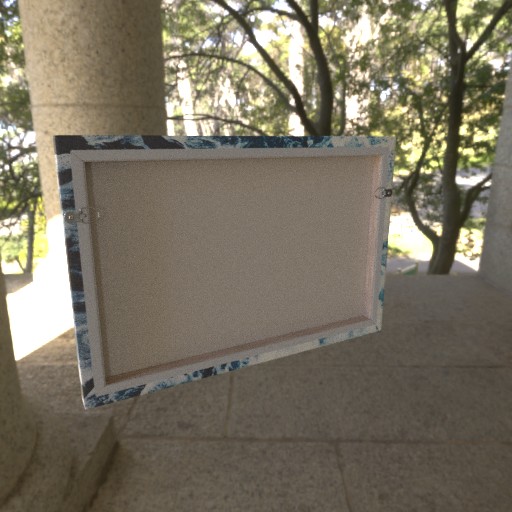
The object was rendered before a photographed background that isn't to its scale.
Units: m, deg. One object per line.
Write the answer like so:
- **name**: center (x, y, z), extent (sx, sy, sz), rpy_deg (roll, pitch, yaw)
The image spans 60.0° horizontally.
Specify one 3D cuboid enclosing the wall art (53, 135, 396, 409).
- **wall art**: center (0.000, 0.000, 1.167), extent (0.915, 0.610, 0.042), rpy_deg (-8, 17, -28)
